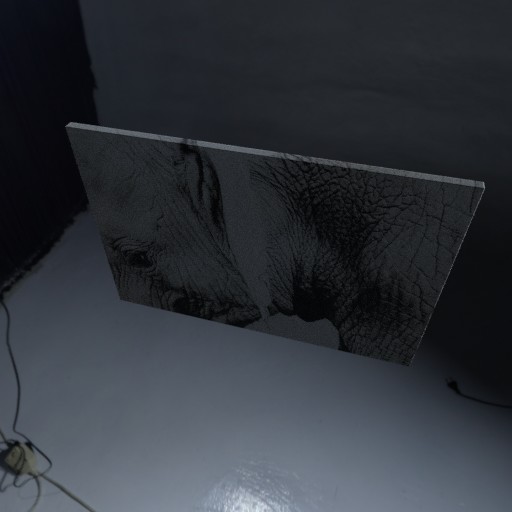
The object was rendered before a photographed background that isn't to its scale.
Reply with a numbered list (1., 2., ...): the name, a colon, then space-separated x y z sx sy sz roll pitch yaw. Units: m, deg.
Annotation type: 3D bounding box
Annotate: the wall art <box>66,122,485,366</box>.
1. wall art: 0.000 0.000 1.152 0.914 0.607 0.023 11 44 12
